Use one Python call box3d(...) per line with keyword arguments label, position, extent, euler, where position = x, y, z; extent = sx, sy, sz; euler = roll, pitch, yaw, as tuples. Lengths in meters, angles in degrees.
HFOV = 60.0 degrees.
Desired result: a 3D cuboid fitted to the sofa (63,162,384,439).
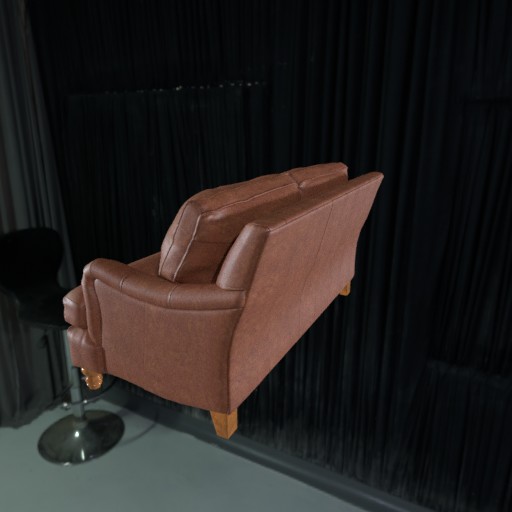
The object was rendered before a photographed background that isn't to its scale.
box3d(label="sofa", position=(0.000, 0.000, 2.844), extent=(1.147, 1.071, 2.144), euler=(8, 19, 26))
